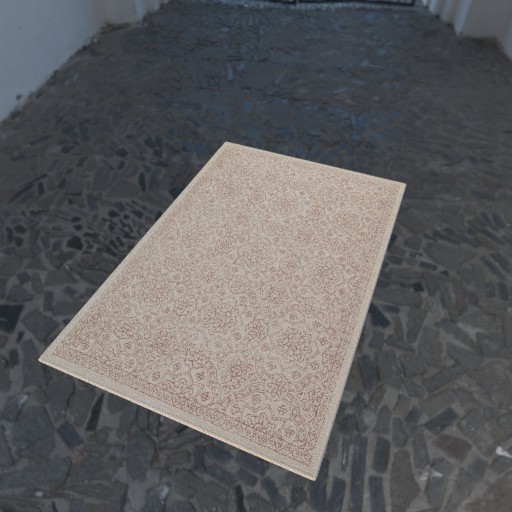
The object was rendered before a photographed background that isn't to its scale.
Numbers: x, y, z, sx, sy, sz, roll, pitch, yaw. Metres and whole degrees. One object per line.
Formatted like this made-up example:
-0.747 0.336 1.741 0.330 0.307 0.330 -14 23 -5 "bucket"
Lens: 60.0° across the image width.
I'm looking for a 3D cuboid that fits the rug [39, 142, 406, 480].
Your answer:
0.000 0.000 2.279 1.219 0.010 1.829 17 49 16 "rug"
